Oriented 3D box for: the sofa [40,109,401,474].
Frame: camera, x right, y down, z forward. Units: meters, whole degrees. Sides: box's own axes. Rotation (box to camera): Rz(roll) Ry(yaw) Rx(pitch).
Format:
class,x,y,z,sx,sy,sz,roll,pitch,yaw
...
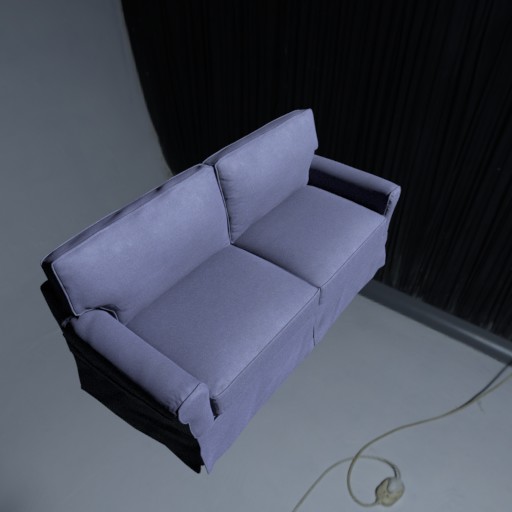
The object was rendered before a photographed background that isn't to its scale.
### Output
class,x,y,z,sx,sy,sz,roll,pitch,yaw
sofa,0.000,0.000,2.777,0.983,1.094,2.256,27,48,28
